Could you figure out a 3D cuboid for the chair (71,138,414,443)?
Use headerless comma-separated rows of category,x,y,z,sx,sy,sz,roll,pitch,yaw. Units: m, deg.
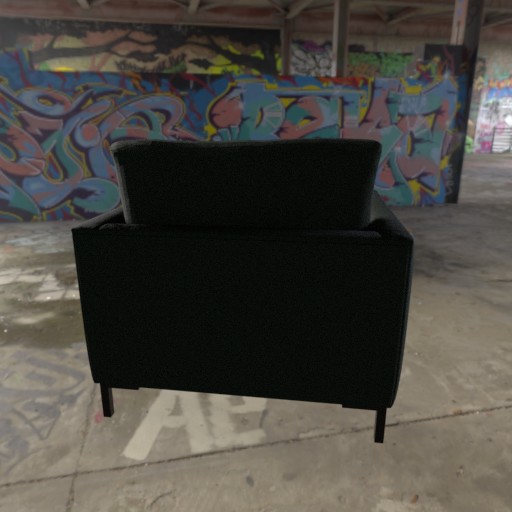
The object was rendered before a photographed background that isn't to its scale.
chair,0.000,0.000,1.633,0.963,0.861,0.866,2,17,8
